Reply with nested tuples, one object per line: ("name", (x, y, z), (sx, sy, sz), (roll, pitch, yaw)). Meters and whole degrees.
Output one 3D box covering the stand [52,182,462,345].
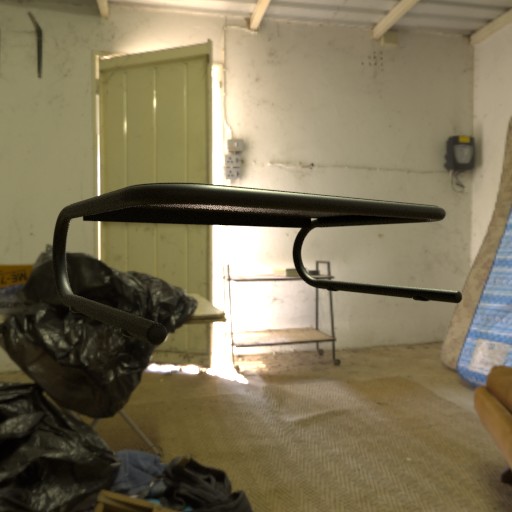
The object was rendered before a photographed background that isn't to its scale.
("stand", (0.000, 0.000, 0.497), (0.370, 0.108, 0.280), (-1, 1, -36))
